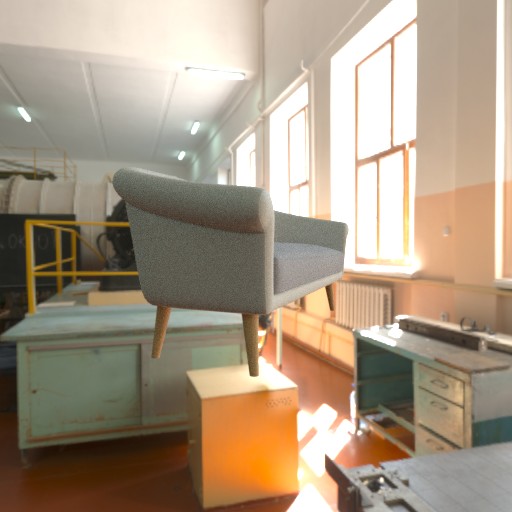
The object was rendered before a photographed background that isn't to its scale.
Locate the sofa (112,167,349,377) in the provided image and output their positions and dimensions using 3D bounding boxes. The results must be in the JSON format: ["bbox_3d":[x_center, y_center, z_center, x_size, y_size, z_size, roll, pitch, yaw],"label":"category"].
[{"bbox_3d":[0.000,0.000,2.524,0.827,0.795,2.160,0,1,19],"label":"sofa"}]
